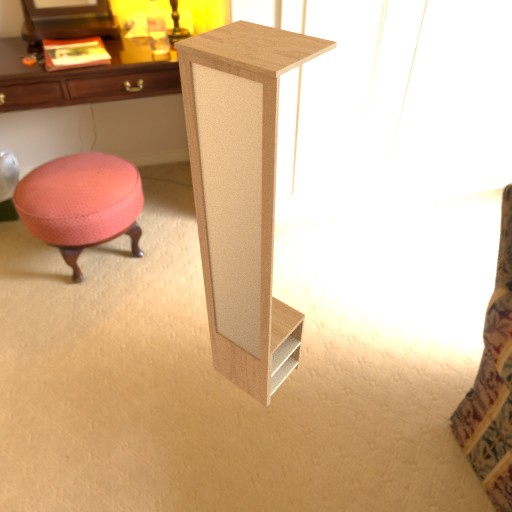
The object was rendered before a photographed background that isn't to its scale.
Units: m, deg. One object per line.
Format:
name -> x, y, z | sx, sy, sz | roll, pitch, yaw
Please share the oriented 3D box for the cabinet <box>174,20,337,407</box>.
cabinet -> 0.000, 0.000, 2.073 | 0.411, 1.879, 0.338 | 28, 49, 27
